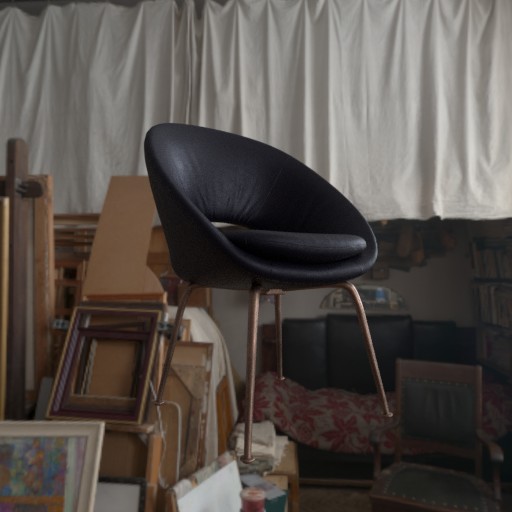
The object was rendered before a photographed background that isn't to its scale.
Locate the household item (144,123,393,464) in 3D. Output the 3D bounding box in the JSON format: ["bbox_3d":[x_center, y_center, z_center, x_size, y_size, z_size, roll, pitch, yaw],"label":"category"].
[{"bbox_3d":[0.000,0.000,1.255,0.623,0.852,0.573,0,-1,-36],"label":"household item"}]
